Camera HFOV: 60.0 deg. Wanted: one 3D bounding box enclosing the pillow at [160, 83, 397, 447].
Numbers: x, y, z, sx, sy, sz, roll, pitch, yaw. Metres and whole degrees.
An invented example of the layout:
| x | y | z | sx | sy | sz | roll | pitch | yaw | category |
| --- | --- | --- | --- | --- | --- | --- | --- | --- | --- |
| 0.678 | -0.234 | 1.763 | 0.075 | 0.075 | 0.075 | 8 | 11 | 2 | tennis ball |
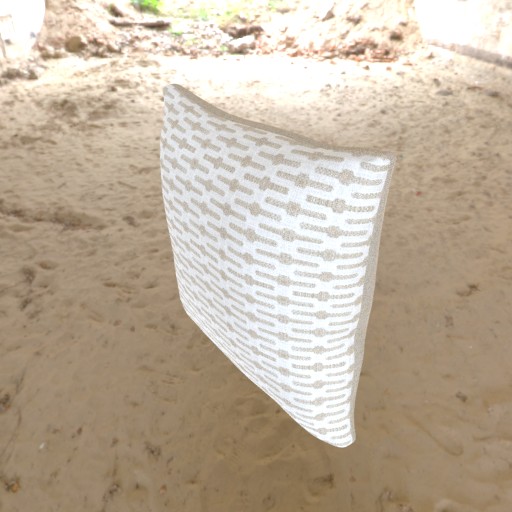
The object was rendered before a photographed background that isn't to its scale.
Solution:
| x | y | z | sx | sy | sz | roll | pitch | yaw | category |
| --- | --- | --- | --- | --- | --- | --- | --- | --- | --- |
| 0.000 | 0.000 | 0.757 | 0.219 | 0.491 | 0.496 | -21 | 37 | -31 | pillow |
